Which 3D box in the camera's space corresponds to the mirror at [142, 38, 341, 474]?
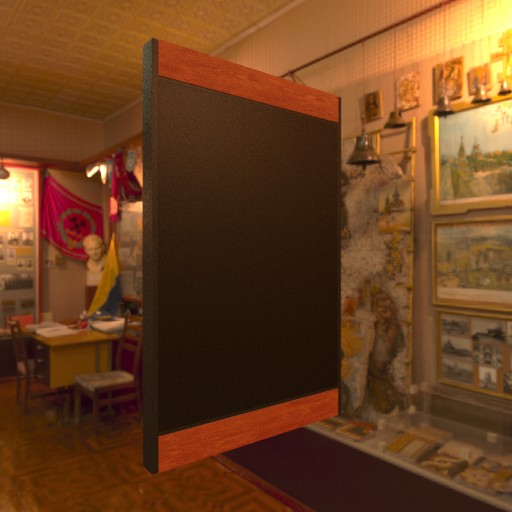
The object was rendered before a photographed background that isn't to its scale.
[{"bbox_3d":[0.000,0.000,1.010,0.525,0.823,0.047,0,0,-37],"label":"mirror"}]
